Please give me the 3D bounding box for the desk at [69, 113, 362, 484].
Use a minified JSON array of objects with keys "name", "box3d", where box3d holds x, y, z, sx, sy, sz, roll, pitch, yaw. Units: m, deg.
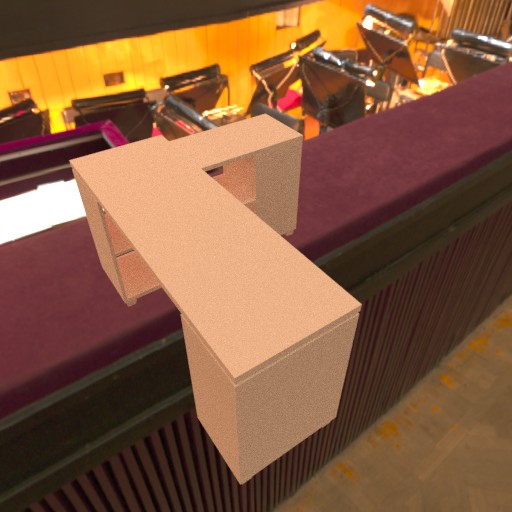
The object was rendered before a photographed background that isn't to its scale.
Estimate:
[{"name":"desk","box3d":[0.000,0.000,2.231,1.199,0.759,1.524,-24,46,-25]}]
